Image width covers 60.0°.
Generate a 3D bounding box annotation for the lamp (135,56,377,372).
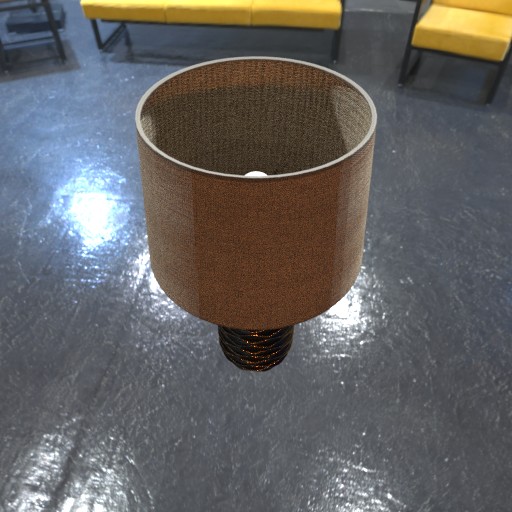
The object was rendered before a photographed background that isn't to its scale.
[{"bbox_3d":[0.000,0.000,0.820,0.376,0.594,0.376,0,47,0],"label":"lamp"}]
